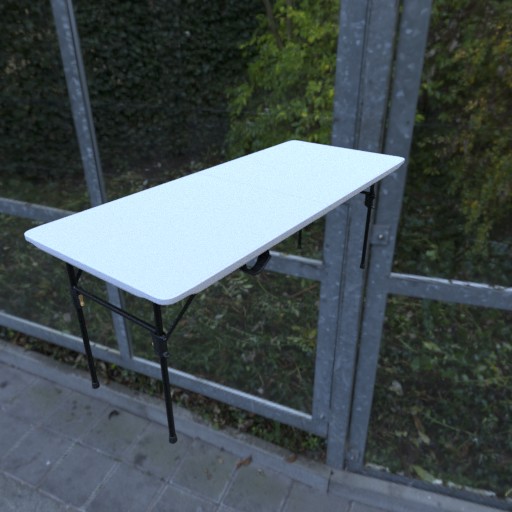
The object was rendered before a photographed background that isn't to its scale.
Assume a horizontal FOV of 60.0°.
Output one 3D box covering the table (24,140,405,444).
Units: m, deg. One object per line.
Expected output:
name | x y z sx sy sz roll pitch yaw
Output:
table | 0.000 0.000 2.202 0.761 0.719 1.829 19 33 32
